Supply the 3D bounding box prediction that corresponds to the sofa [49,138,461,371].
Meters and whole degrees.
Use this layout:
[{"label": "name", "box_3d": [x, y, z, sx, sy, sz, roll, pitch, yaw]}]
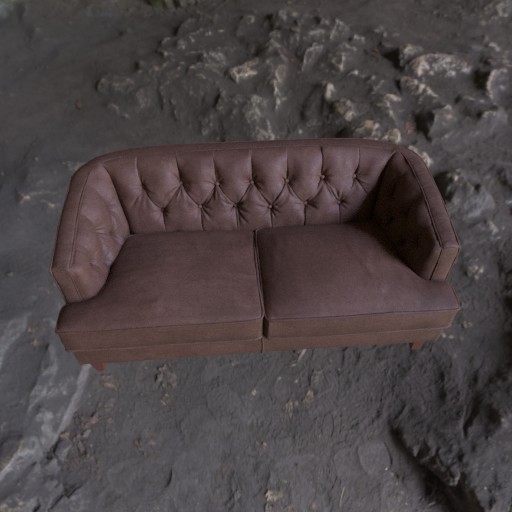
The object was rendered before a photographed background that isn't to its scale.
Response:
[{"label": "sofa", "box_3d": [0.000, 0.000, 2.224, 1.767, 0.799, 0.917, -3, 46, -3]}]
